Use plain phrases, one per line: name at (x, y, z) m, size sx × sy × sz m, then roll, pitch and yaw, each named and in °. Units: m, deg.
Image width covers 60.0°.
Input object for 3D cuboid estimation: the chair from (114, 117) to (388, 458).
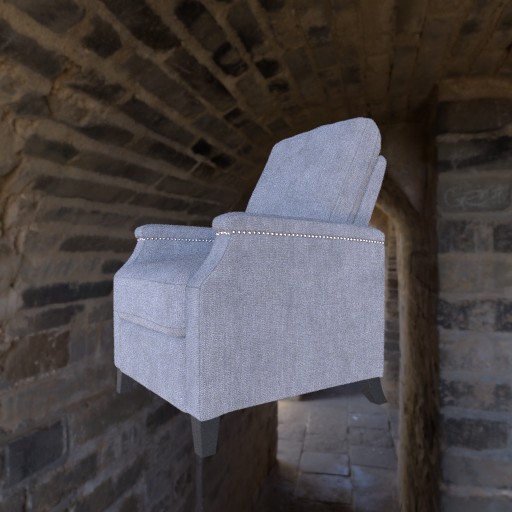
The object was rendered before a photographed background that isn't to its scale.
chair at (0.000, 0.000, 1.667) m, size 0.922 × 1.049 × 0.710 m, roll 0°, pitch 0°, yaw -35°
